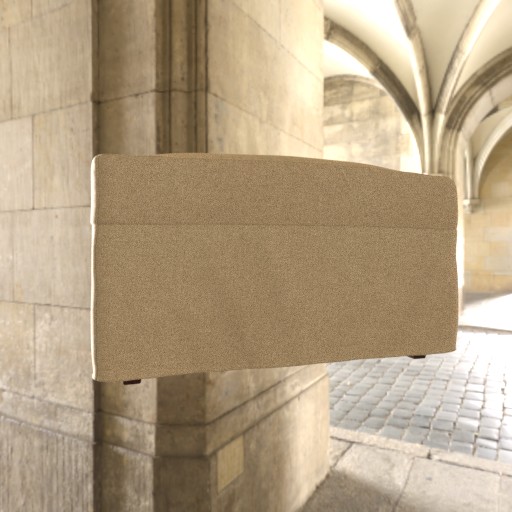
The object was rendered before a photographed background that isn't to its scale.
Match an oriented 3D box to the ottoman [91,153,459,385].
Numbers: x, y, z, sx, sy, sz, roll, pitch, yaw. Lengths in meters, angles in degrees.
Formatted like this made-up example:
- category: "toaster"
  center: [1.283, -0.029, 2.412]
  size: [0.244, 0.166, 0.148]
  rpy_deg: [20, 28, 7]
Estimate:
- category: "ottoman"
  center: [0.000, 0.000, 1.231]
  size: [0.833, 0.485, 0.650]
  rpy_deg: [0, 1, -18]
